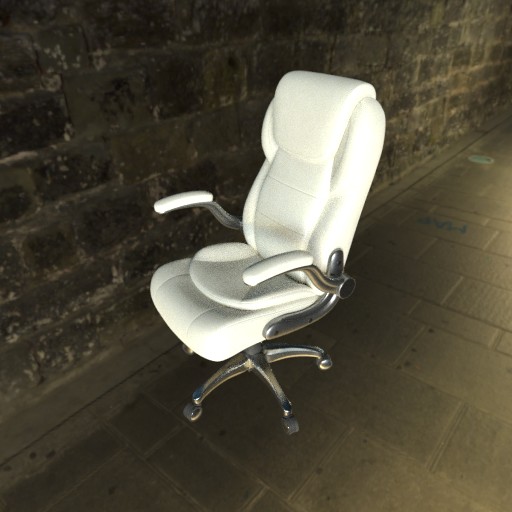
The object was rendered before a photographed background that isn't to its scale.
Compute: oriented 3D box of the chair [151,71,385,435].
[{"bbox_3d":[0.000,0.000,1.811,0.806,1.330,0.755,-19,35,-30],"label":"chair"}]
